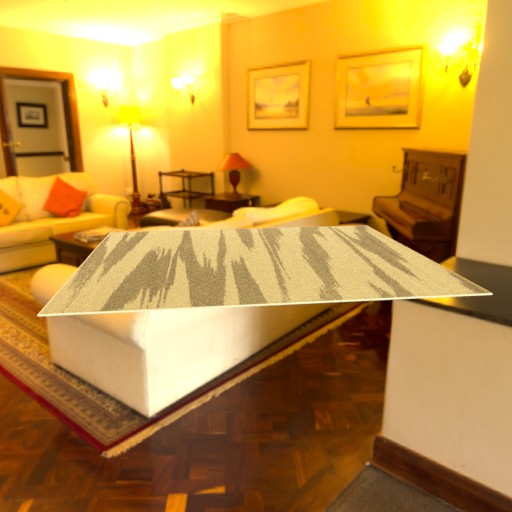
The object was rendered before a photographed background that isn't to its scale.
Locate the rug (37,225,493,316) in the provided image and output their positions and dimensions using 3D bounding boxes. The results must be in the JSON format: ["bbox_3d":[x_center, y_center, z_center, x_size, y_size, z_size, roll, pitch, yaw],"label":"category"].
[{"bbox_3d":[0.000,0.000,3.943,2.945,0.014,2.353,-2,15,-7],"label":"rug"}]
